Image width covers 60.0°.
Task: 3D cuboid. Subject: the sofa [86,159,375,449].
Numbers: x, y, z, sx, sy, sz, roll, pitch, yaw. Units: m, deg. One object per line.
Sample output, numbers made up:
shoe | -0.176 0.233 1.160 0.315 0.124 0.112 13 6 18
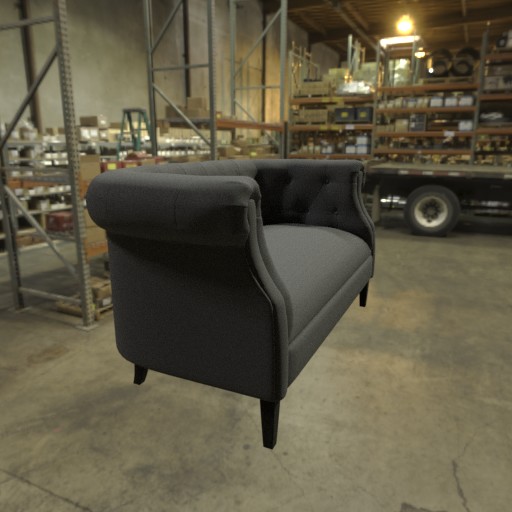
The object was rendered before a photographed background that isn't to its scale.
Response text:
sofa | 0.000 0.000 2.015 0.835 0.827 1.558 7 16 24
